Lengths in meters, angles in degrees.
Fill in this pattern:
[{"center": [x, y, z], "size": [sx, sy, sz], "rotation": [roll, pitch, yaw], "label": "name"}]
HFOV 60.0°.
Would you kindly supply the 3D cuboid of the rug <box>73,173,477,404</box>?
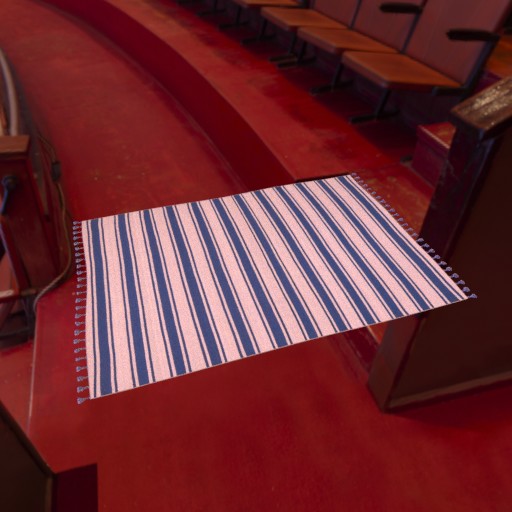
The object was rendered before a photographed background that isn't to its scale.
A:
[{"center": [0.000, 0.000, 2.940], "size": [2.315, 0.010, 1.544], "rotation": [-12, 42, -14], "label": "rug"}]
